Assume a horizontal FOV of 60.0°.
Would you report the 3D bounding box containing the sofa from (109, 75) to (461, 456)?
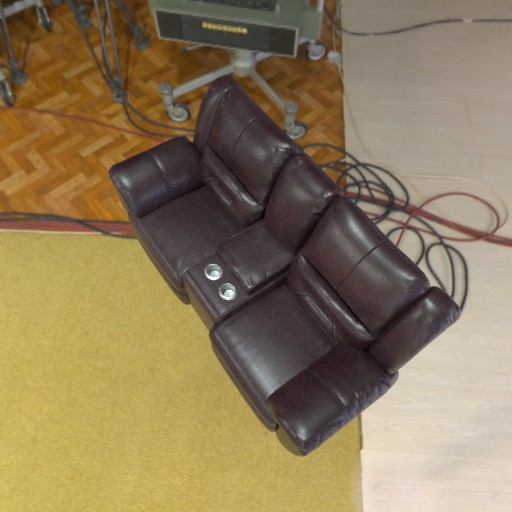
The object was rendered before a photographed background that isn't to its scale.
[{"bbox_3d":[0.000,0.000,2.633,0.991,1.043,2.058,-32,67,-16],"label":"sofa"}]
